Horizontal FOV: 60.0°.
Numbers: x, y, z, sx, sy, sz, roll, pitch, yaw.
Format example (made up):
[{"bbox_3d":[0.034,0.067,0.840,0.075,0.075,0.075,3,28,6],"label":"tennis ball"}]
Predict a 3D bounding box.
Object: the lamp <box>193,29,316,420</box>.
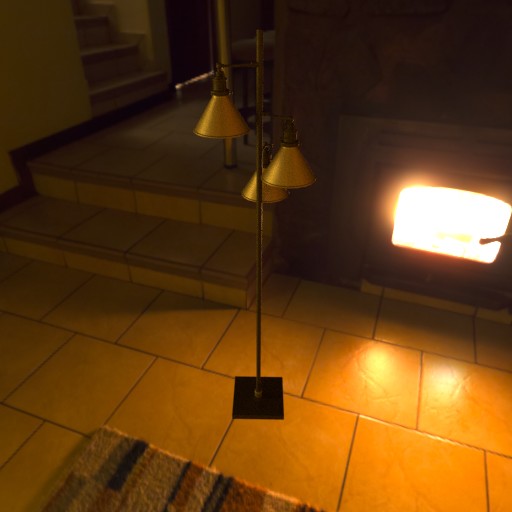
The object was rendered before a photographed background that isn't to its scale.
[{"bbox_3d":[0.000,0.000,1.872,0.428,1.716,0.415,0,32,1],"label":"lamp"}]
